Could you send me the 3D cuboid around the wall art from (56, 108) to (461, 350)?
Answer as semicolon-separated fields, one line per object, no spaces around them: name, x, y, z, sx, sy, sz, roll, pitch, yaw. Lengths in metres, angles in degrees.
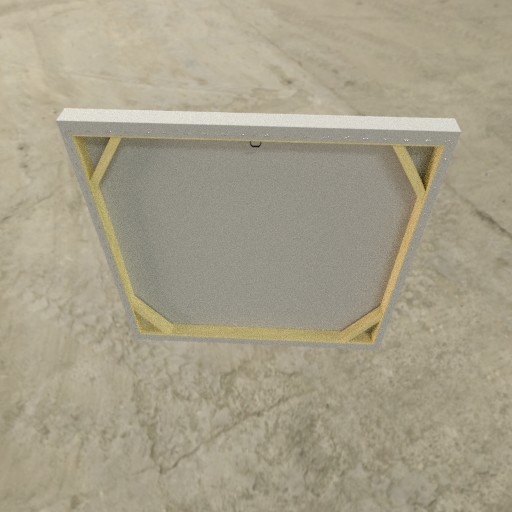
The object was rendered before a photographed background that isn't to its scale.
wall art;0.000;0.000;0.900;0.610;0.610;0.038;2;47;2
